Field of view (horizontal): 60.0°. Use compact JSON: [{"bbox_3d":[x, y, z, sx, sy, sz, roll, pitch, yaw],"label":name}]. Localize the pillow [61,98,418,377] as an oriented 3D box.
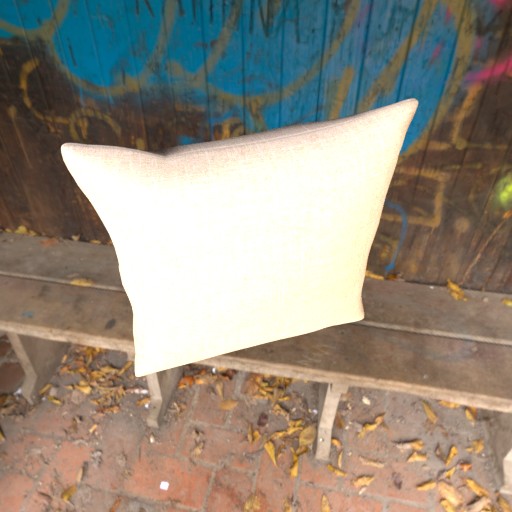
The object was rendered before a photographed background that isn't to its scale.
[{"bbox_3d":[0.000,0.000,0.620,0.414,0.399,0.173,-12,42,-13],"label":"pillow"}]
